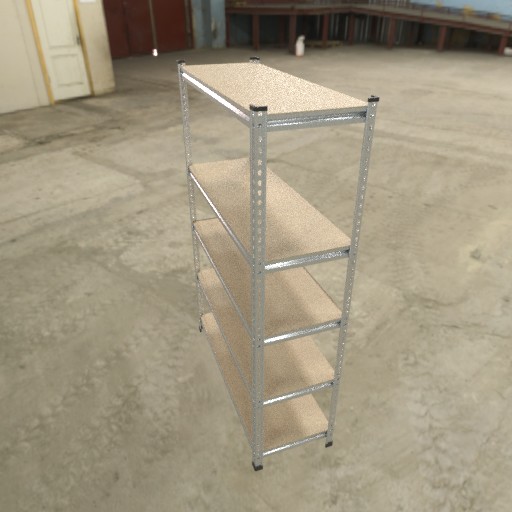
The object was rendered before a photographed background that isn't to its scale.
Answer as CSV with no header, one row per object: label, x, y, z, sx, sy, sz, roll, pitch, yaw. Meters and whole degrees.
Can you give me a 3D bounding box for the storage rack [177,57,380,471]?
storage rack,0.000,0.000,2.391,0.457,1.829,1.219,-10,32,-17
